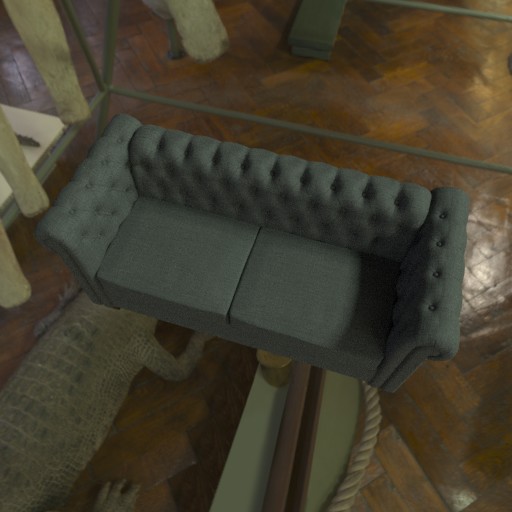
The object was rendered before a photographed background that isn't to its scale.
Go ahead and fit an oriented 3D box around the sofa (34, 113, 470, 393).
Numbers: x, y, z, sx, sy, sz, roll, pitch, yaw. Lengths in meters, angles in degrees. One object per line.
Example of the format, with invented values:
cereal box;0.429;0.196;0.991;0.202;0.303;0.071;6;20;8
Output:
sofa;0.000;0.000;2.225;1.798;0.797;0.783;15;59;9
